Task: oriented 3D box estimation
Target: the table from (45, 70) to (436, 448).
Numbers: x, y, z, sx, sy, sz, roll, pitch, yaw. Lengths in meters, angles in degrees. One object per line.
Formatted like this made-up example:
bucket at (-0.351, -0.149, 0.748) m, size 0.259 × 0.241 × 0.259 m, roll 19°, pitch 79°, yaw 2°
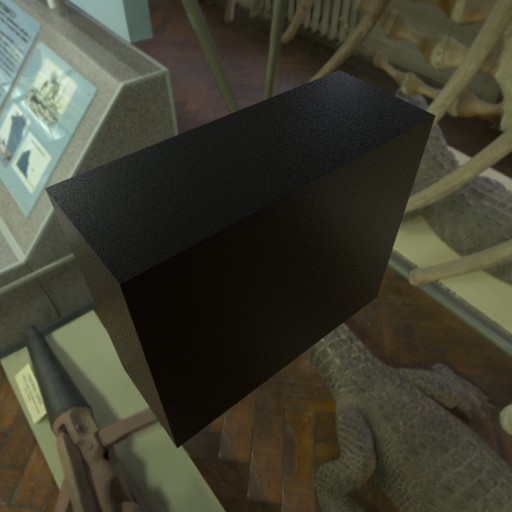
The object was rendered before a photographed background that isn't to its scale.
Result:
table at (0.000, 0.000, 1.375) m, size 0.930 × 0.790 × 0.380 m, roll -31°, pitch 54°, yaw -26°
